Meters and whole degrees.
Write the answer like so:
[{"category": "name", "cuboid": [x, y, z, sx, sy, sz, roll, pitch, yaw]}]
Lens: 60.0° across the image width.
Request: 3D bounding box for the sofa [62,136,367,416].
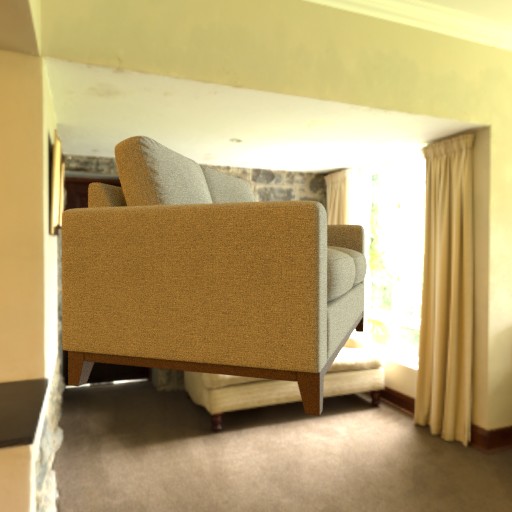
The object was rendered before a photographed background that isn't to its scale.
[{"category": "sofa", "cuboid": [0.000, 0.000, 2.021, 0.917, 0.873, 1.420, 0, 1, 19]}]
